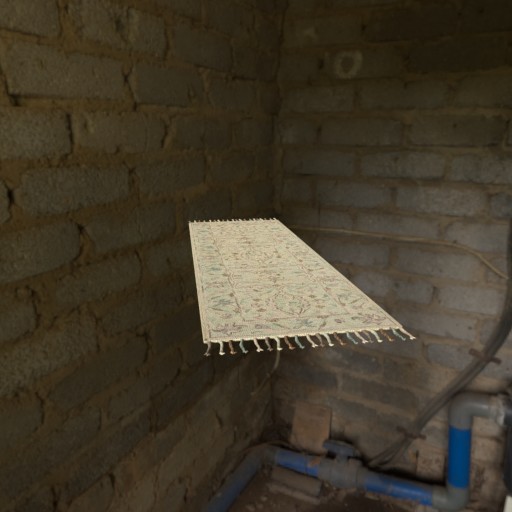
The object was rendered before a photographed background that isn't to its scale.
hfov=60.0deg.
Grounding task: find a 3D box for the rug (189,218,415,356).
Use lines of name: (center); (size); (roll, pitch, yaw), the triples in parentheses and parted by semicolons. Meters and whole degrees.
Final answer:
rug: (0.000, 0.000, 2.706); (0.769, 0.013, 2.440); (-3, 15, -9)
